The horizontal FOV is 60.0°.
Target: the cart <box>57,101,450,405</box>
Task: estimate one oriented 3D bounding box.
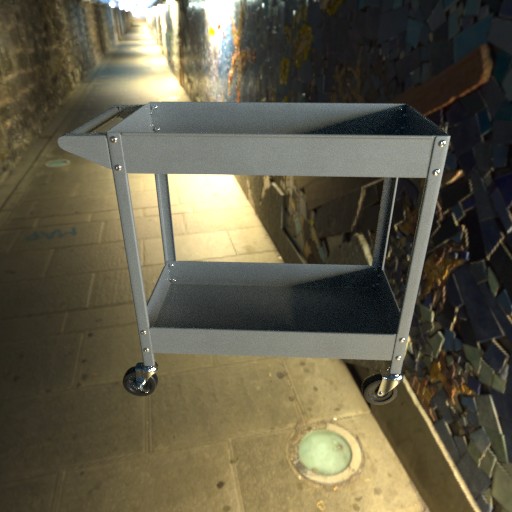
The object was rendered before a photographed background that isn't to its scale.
[{"bbox_3d":[0.000,0.000,1.171,0.779,0.719,0.366,1,29,2],"label":"cart"}]
